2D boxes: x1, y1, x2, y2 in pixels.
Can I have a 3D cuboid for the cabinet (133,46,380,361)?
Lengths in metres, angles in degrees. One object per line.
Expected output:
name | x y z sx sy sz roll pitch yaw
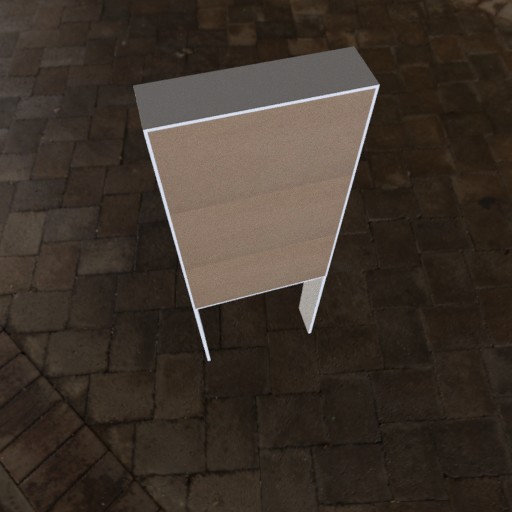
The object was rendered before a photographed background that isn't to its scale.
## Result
cabinet | 0.000 0.000 1.953 0.643 1.770 0.192 -14 59 -8
